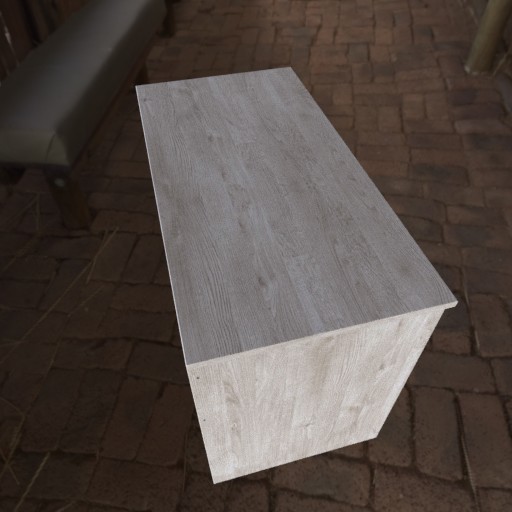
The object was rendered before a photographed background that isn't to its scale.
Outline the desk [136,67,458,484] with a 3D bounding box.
[{"bbox_3d":[0.000,0.000,1.483,0.560,0.730,1.100,-11,49,-10],"label":"desk"}]
